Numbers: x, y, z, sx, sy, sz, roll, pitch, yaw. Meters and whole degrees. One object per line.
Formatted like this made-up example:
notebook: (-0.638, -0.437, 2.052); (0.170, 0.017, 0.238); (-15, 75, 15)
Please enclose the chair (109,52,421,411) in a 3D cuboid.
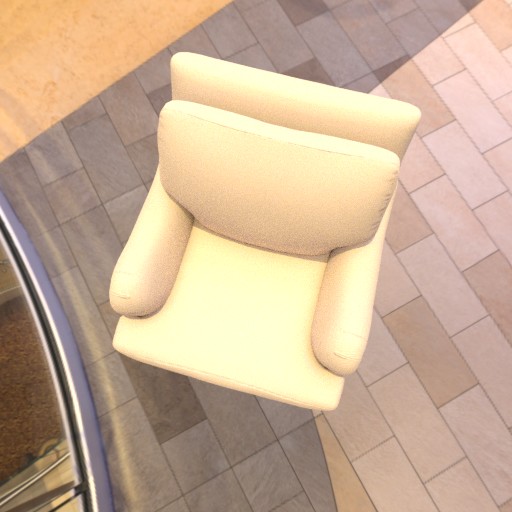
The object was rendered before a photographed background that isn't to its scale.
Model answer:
chair: (0.000, 0.000, 1.832); (0.955, 1.038, 1.070); (15, 76, 4)
